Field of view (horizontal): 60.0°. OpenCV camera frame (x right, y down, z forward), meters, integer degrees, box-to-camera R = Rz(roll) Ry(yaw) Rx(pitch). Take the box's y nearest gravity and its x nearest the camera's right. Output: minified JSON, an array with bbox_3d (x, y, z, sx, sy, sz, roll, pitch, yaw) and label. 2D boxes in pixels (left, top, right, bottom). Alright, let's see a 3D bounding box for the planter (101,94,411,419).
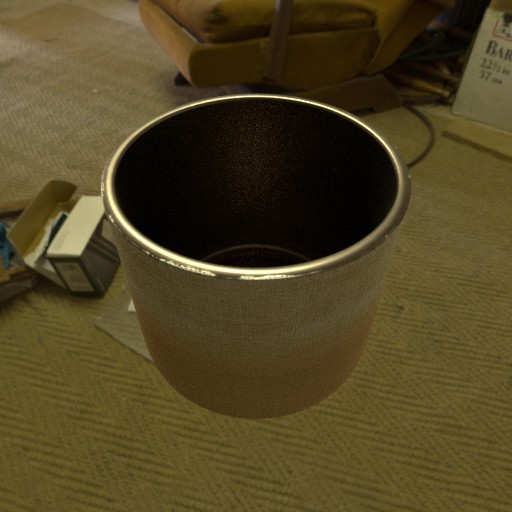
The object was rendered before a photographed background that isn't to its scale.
[{"bbox_3d":[0.000,0.000,0.443,0.254,0.221,0.254,0,46,0],"label":"planter"}]
